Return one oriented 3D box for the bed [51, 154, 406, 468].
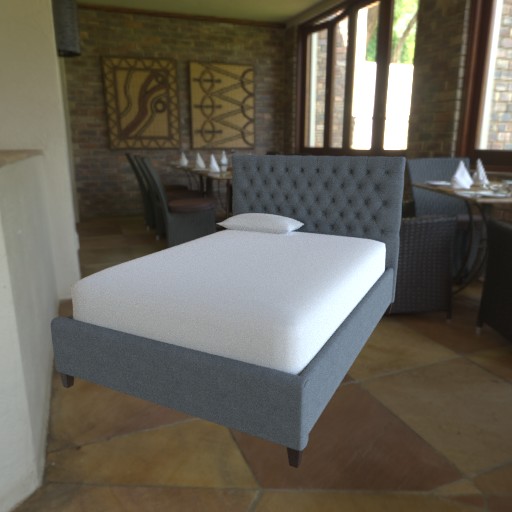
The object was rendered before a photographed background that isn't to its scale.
[{"bbox_3d":[0.000,0.000,3.309,1.698,1.411,2.335,7,16,26],"label":"bed"}]
